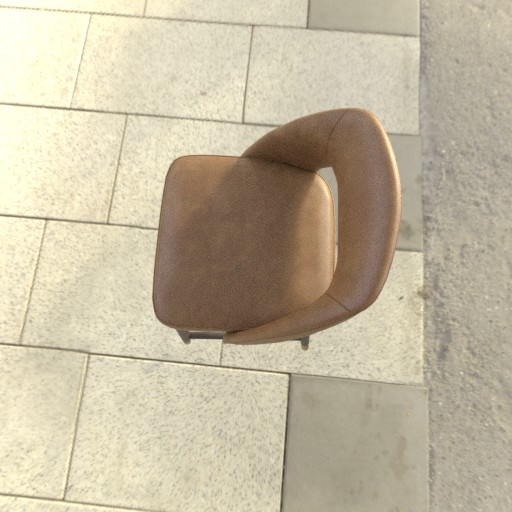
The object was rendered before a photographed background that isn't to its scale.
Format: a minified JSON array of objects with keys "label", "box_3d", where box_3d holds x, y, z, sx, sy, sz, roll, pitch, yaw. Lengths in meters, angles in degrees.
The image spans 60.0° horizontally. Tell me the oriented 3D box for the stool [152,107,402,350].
[{"label":"stool","box_3d":[0.000,0.000,1.220,0.509,0.940,0.494,3,76,1]}]
